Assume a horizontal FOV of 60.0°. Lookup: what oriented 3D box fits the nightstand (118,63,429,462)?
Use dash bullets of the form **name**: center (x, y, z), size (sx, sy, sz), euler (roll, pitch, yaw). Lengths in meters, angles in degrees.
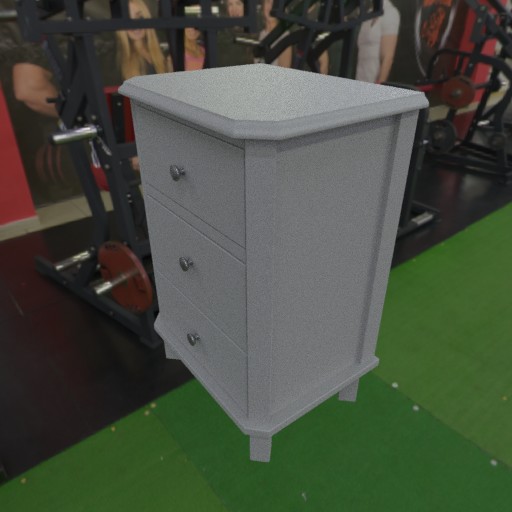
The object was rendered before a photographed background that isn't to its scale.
- **nightstand**: center (0.000, 0.000, 0.933), size (0.350, 0.680, 0.450), euler (-21, 37, -31)
